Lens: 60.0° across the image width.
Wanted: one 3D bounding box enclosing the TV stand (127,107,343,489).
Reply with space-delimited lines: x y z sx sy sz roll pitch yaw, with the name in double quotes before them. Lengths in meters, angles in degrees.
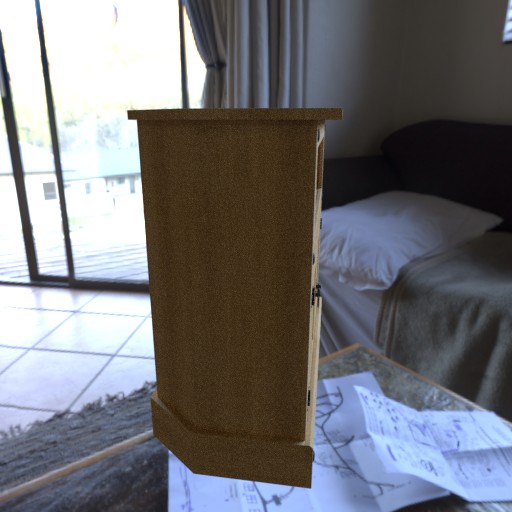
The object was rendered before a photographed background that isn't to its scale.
"TV stand" 0.000 0.000 1.267 0.425 0.781 0.851 3 17 9
